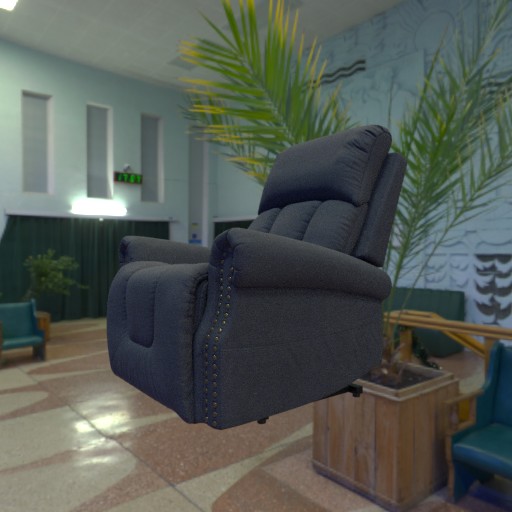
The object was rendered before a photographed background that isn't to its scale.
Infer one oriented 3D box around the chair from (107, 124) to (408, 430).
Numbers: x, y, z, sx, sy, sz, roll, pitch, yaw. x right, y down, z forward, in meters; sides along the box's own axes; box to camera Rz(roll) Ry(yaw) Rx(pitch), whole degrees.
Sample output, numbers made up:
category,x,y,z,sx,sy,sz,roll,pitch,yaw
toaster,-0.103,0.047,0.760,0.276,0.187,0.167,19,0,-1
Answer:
category,x,y,z,sx,sy,sz,roll,pitch,yaw
chair,0.000,0.000,1.693,0.979,1.031,0.871,0,1,-37
